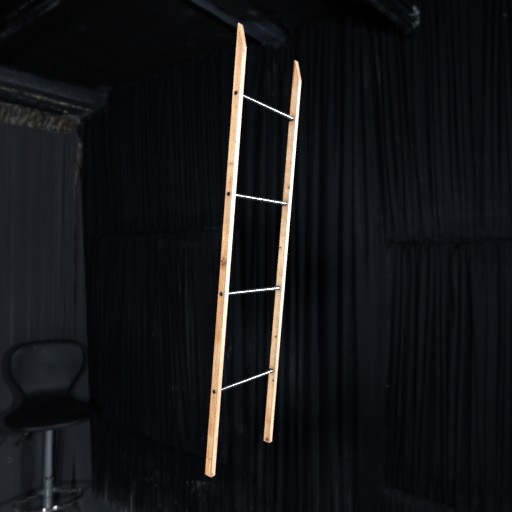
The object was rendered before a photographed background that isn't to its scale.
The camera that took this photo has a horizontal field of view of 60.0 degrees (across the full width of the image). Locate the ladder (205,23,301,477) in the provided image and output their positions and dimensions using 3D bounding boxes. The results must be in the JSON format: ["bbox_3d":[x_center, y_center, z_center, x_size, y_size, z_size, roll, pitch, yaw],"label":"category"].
[{"bbox_3d":[0.000,0.000,1.940,0.200,1.805,0.442,0,0,37],"label":"ladder"}]
